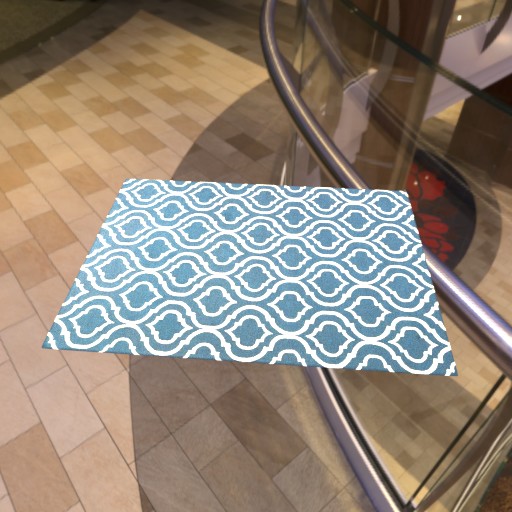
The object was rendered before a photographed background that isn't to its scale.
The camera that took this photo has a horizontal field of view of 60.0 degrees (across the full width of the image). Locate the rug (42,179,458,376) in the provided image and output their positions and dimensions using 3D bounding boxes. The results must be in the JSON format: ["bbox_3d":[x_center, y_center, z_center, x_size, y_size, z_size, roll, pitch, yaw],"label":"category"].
[{"bbox_3d":[0.000,0.000,4.415,3.353,0.010,2.438,3,44,3],"label":"rug"}]
